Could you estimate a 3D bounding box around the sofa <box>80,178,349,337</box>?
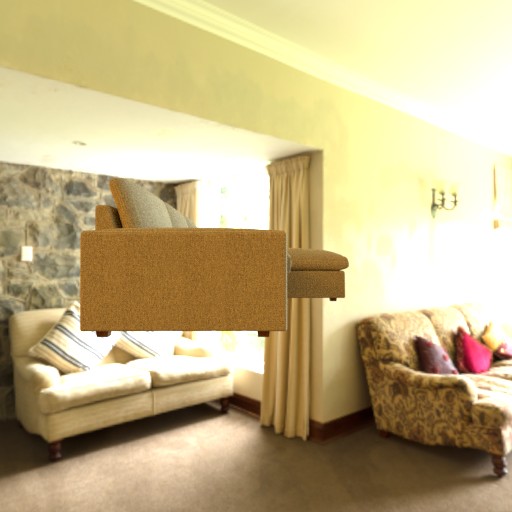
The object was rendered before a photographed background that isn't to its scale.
[{"bbox_3d":[0.000,0.000,3.458,1.689,0.813,2.718,0,-1,0],"label":"sofa"}]
